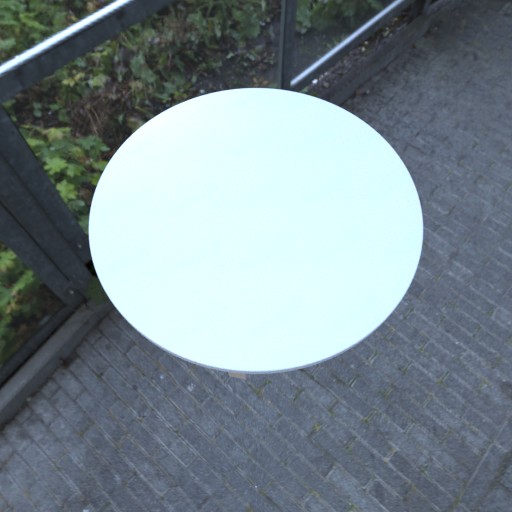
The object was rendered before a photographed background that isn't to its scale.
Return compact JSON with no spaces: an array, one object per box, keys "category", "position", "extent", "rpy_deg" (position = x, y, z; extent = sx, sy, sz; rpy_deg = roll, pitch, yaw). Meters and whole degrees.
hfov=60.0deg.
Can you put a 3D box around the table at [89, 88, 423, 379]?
[{"category":"table","position":[0.000,0.000,0.983],"extent":[0.600,0.400,0.600],"rpy_deg":[0,63,0]}]
